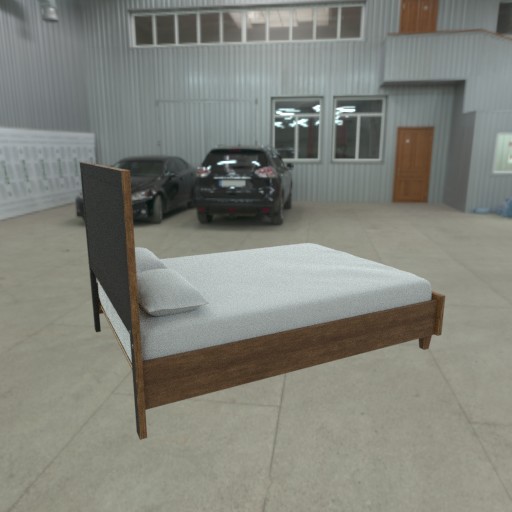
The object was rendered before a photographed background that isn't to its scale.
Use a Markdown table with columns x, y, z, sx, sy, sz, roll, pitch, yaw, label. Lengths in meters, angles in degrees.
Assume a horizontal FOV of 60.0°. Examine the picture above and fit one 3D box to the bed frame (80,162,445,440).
| x | y | z | sx | sy | sz | roll | pitch | yaw | label |
| --- | --- | --- | --- | --- | --- | --- | --- | --- | --- |
| 0.000 | 0.000 | 3.445 | 2.276 | 1.417 | 1.696 | -7 | 15 | -26 | bed frame |
